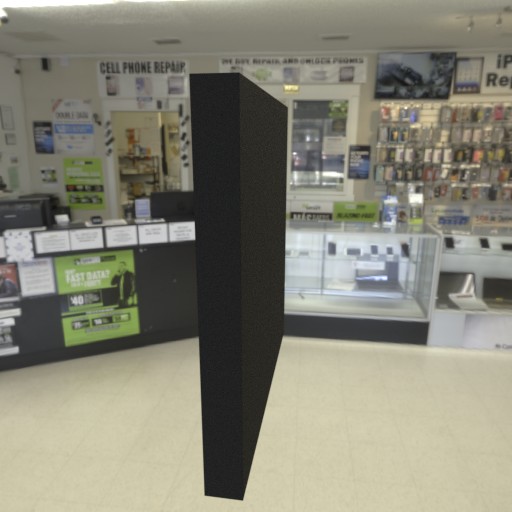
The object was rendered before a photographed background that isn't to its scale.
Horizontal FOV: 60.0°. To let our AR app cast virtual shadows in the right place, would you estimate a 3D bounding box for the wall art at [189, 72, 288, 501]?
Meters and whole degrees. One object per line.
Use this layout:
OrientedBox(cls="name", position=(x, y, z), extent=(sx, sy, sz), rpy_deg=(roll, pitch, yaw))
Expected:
OrientedBox(cls="wall art", position=(0.000, 0.000, 0.448), extent=(0.030, 0.305, 0.308), rpy_deg=(2, 15, 9))
